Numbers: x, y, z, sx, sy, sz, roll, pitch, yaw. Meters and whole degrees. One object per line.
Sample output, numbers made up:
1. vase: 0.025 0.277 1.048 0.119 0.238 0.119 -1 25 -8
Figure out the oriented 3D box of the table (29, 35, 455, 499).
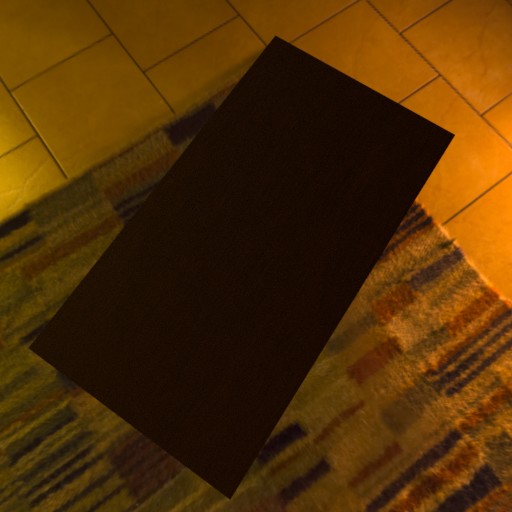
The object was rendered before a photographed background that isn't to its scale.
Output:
1. table: 0.000 0.000 1.358 0.597 0.424 1.099 33 77 8
